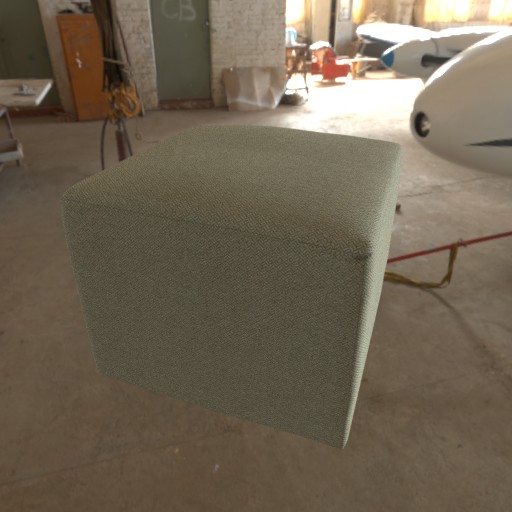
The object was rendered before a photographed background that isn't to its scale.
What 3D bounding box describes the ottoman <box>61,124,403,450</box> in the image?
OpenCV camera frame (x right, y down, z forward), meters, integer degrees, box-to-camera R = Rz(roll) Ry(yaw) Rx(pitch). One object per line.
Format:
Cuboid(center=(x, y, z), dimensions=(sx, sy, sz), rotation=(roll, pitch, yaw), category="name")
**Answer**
Cuboid(center=(0.000, 0.000, 0.930), dimensions=(0.512, 0.453, 0.521), rotation=(11, 31, 18), category="ottoman")
